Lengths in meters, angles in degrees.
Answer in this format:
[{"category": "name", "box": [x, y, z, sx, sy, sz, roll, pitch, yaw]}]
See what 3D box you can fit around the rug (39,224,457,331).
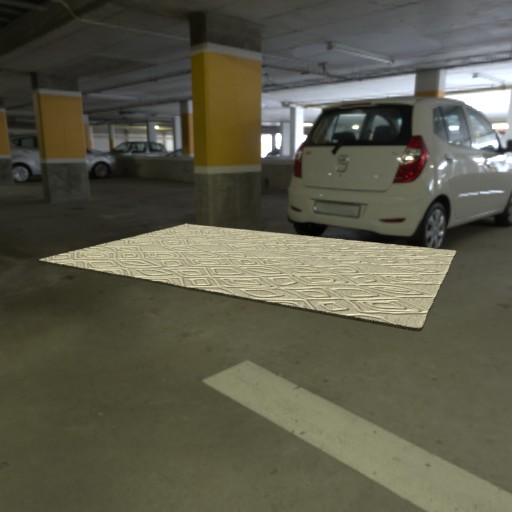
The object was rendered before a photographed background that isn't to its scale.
[{"category": "rug", "box": [0.000, 0.000, 2.317, 1.832, 0.016, 1.224, 7, 16, 28]}]
